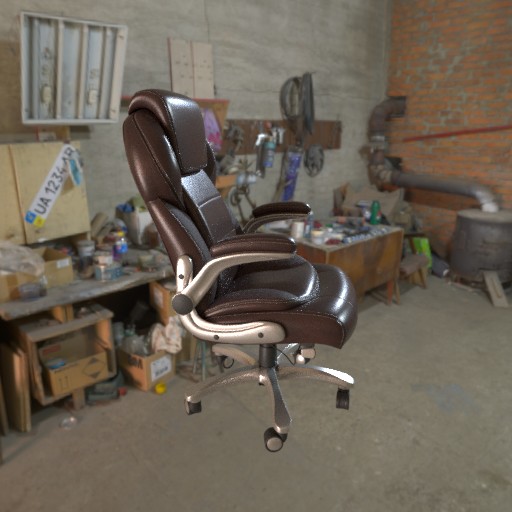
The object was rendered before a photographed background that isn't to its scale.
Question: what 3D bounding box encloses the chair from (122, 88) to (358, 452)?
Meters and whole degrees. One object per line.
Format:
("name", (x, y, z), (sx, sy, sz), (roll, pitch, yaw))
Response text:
("chair", (0.000, 0.000, 1.647), (0.774, 1.160, 0.733), (3, 16, 10))
